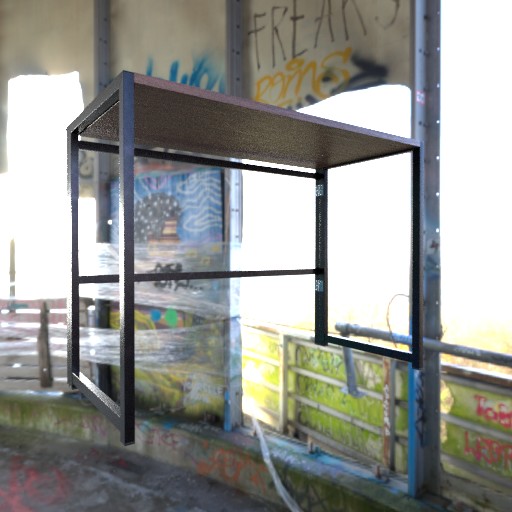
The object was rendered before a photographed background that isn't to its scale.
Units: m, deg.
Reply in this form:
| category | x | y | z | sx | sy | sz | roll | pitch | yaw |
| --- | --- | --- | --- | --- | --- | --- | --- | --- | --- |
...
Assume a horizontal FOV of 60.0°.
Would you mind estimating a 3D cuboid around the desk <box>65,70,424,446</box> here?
| category | x | y | z | sx | sy | sz | roll | pitch | yaw |
| --- | --- | --- | --- | --- | --- | --- | --- | --- | --- |
| desk | 0.000 | 0.000 | 1.394 | 1.016 | 0.762 | 0.508 | 0 | 1 | -35 |
